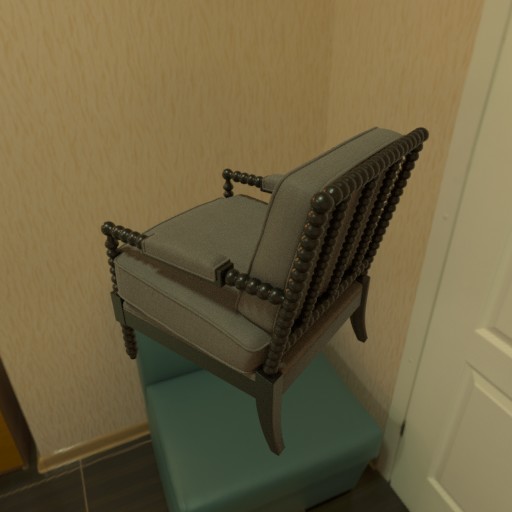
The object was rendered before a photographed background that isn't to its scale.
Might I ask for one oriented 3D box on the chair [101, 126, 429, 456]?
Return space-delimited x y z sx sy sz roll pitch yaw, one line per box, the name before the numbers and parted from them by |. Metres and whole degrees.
chair | 0.000 0.000 1.148 0.622 0.661 0.540 20 36 30
